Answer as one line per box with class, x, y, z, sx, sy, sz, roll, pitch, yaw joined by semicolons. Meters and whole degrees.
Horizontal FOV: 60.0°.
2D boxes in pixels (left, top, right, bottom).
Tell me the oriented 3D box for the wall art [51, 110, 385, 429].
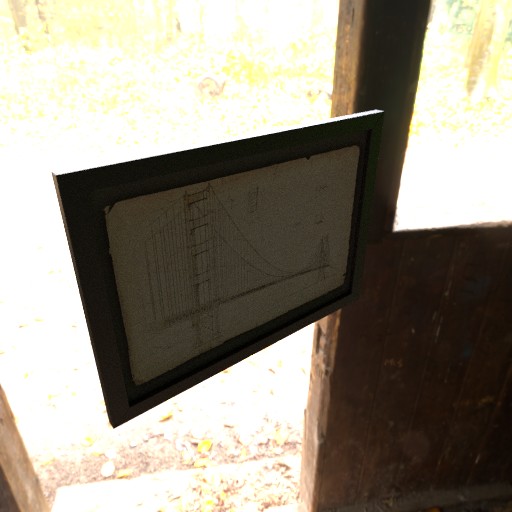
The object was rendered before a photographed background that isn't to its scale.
wall art;0.000;0.000;0.562;0.432;0.306;0.016;-21;35;-33
